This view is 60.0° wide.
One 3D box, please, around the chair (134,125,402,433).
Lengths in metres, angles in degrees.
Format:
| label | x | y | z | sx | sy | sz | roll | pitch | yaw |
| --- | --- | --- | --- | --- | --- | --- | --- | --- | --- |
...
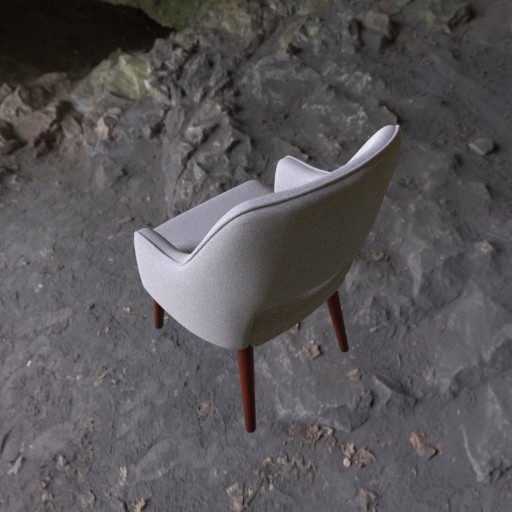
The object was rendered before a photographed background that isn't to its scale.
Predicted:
| label | x | y | z | sx | sy | sz | roll | pitch | yaw |
| --- | --- | --- | --- | --- | --- | --- | --- | --- | --- |
| chair | 0.000 | 0.000 | 1.221 | 0.560 | 0.840 | 0.580 | -32 | 53 | -28 |
